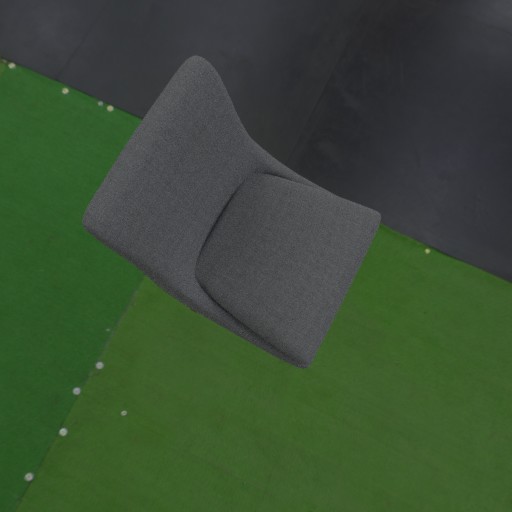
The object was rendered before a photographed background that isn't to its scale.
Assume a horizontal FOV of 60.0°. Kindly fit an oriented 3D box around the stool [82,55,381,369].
[{"bbox_3d":[0.000,0.000,1.258,0.524,0.977,0.447,28,78,6],"label":"stool"}]
